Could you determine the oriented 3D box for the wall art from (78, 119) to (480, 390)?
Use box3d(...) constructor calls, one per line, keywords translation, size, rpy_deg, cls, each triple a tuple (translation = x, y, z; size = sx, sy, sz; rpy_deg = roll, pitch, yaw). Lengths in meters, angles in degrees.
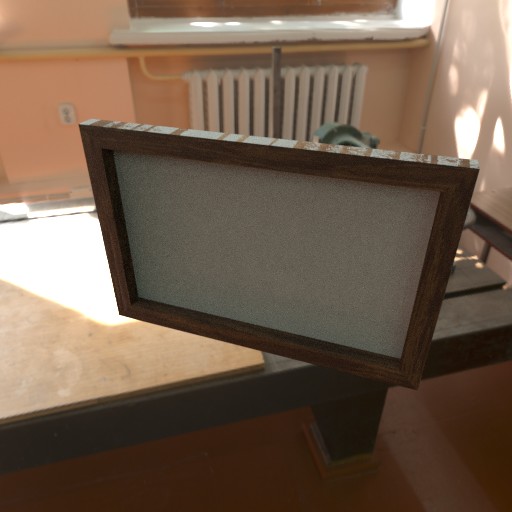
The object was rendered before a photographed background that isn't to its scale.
box3d(translation=(0.000, 0.000, 0.764), size=(0.609, 0.405, 0.035), rpy_deg=(11, 34, 16), cls="wall art")
